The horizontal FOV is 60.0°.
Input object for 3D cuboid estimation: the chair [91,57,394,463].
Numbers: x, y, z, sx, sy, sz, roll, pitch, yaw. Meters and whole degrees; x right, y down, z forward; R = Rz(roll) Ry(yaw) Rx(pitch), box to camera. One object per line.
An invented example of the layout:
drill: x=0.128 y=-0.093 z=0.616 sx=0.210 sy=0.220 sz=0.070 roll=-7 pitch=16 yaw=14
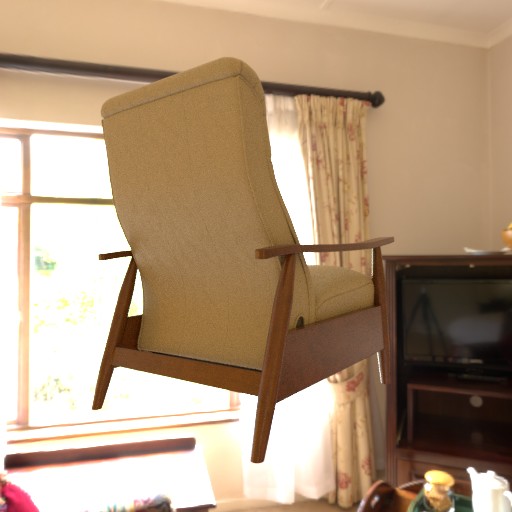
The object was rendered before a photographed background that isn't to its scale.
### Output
chair: x=0.000 y=0.000 z=1.745 sx=0.762 sy=1.082 sz=1.014 roll=-1 pitch=-2 yaw=36
